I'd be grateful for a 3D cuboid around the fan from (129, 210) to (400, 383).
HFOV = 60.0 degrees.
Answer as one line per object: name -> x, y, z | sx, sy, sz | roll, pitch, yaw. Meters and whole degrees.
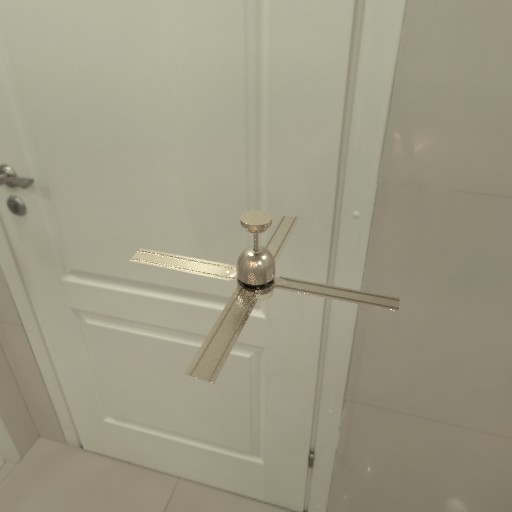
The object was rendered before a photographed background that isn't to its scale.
fan -> 0.000, 0.000, 2.088 | 1.346, 0.406, 1.346 | 9, 34, 14
